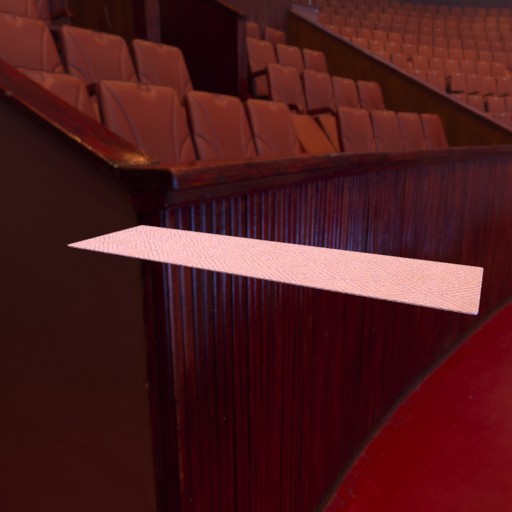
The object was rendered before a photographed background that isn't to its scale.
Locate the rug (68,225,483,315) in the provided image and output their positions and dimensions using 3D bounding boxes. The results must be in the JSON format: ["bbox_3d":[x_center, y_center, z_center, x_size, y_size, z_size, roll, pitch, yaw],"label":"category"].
[{"bbox_3d":[0.000,0.000,2.496,2.277,0.008,0.676,8,18,27],"label":"rug"}]
